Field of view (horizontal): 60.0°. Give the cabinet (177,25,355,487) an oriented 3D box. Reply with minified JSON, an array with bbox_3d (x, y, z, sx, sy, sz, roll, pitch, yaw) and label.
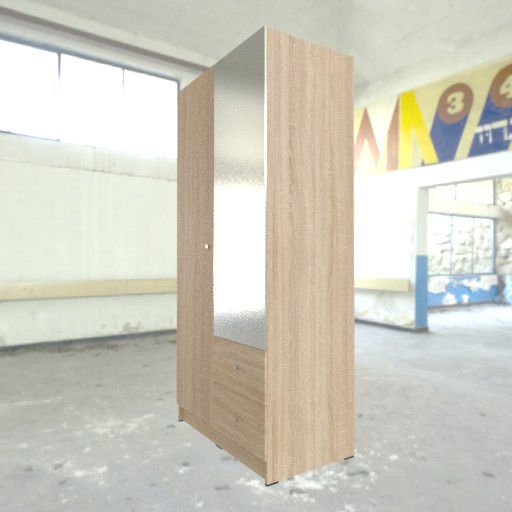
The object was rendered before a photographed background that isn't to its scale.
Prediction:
[{"bbox_3d":[0.000,0.000,2.602,0.590,2.121,1.001,0,-1,-34],"label":"cabinet"}]
